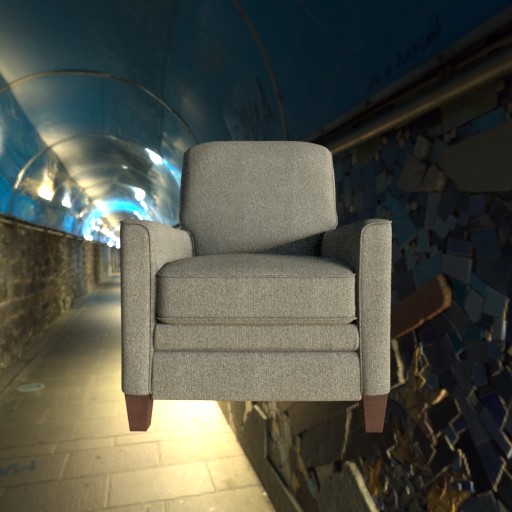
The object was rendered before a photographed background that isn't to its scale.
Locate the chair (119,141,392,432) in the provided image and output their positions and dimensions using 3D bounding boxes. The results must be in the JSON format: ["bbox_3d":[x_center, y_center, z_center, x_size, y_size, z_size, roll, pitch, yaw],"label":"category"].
[{"bbox_3d":[0.000,0.000,1.677,0.841,1.028,0.858,0,1,0],"label":"chair"}]
